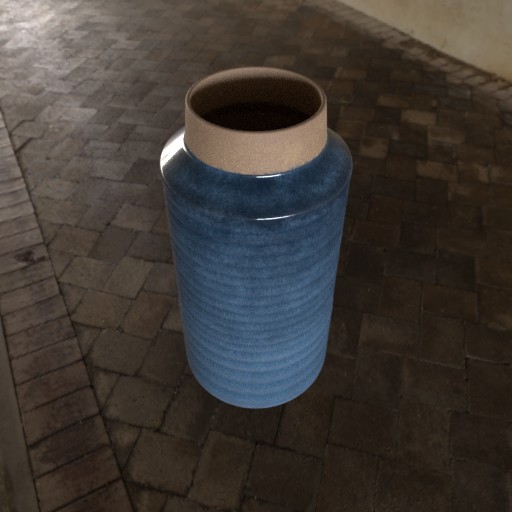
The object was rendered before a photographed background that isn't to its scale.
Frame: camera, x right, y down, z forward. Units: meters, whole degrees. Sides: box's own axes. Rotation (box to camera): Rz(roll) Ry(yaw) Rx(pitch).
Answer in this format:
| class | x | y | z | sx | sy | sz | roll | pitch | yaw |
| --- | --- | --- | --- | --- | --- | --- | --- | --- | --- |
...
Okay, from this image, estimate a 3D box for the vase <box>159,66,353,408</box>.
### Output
| class | x | y | z | sx | sy | sz | roll | pitch | yaw |
| --- | --- | --- | --- | --- | --- | --- | --- | --- | --- |
| vase | 0.000 | 0.000 | 0.416 | 0.163 | 0.316 | 0.163 | 0 | 46 | 0 |
